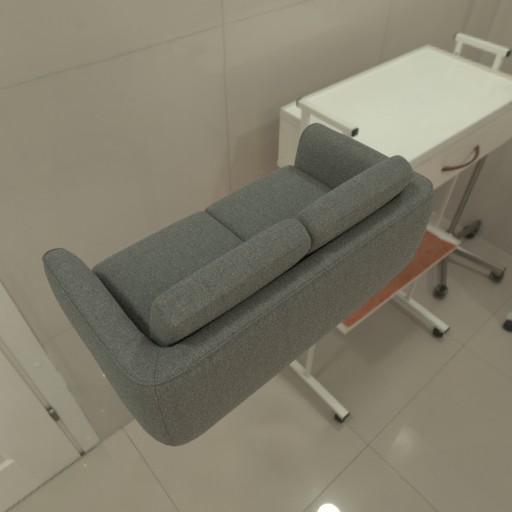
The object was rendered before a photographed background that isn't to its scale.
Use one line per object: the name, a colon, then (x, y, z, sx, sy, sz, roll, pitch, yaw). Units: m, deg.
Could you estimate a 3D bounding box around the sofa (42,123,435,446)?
sofa: (0.000, 0.000, 2.131, 1.700, 0.870, 0.920, -32, 54, -27)
